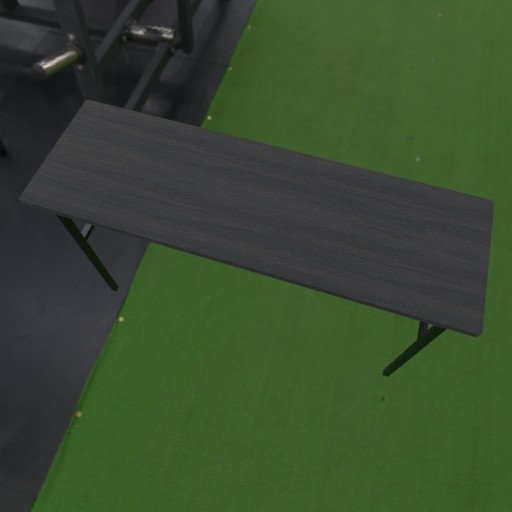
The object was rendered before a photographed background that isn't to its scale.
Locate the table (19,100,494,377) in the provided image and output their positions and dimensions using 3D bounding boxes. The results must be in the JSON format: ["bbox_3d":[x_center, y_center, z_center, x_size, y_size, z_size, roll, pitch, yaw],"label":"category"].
[{"bbox_3d":[0.000,0.000,1.698,1.399,0.750,0.449,16,64,8],"label":"table"}]
